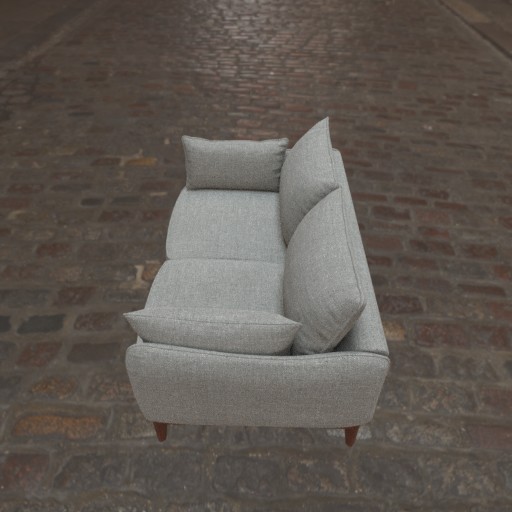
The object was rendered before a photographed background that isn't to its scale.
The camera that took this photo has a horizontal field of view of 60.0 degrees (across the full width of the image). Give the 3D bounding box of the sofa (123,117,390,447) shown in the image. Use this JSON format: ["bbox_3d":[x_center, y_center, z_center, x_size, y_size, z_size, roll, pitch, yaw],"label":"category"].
[{"bbox_3d":[0.000,0.000,2.188,0.972,0.851,1.580,1,41,1],"label":"sofa"}]
